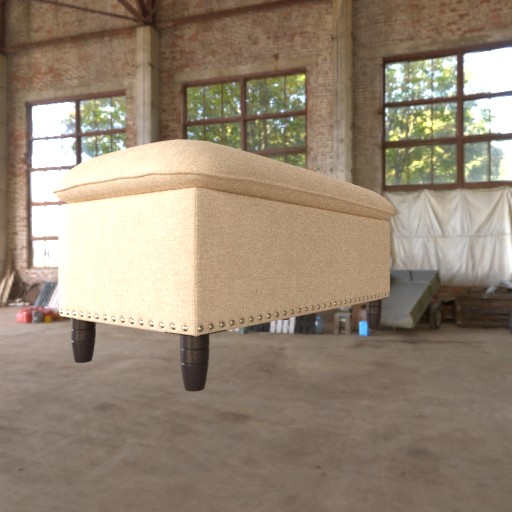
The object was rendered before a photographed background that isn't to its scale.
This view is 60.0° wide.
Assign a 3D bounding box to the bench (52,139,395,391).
[{"bbox_3d":[0.000,0.000,1.247,0.483,0.483,0.991,0,0,37],"label":"bench"}]
